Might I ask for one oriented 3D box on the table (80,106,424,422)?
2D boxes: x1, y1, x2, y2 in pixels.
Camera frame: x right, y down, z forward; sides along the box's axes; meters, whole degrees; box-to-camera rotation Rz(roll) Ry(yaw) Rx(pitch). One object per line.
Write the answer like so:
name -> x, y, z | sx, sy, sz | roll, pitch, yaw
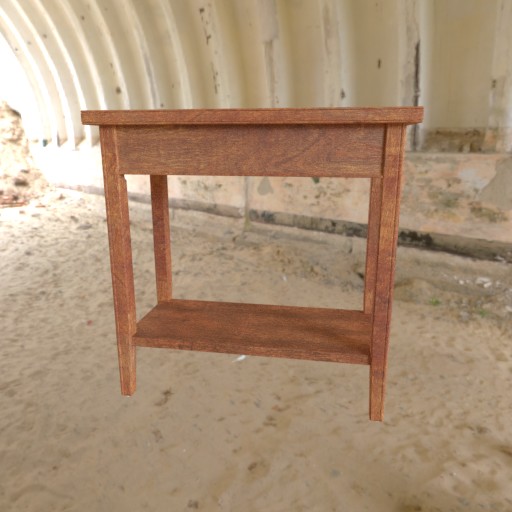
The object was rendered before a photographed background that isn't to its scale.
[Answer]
table -> 0.000, 0.000, 0.994 | 0.610, 0.610, 0.305 | 3, 15, 9
